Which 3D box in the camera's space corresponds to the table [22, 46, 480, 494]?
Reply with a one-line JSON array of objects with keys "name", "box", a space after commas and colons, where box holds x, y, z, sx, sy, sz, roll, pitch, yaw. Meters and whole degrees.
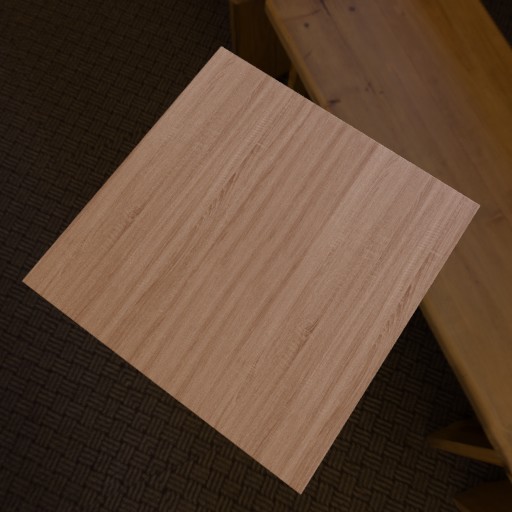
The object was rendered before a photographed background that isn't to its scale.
[{"name": "table", "box": [0.000, 0.000, 1.348, 0.890, 0.305, 0.890, 34, 79, 8]}]
